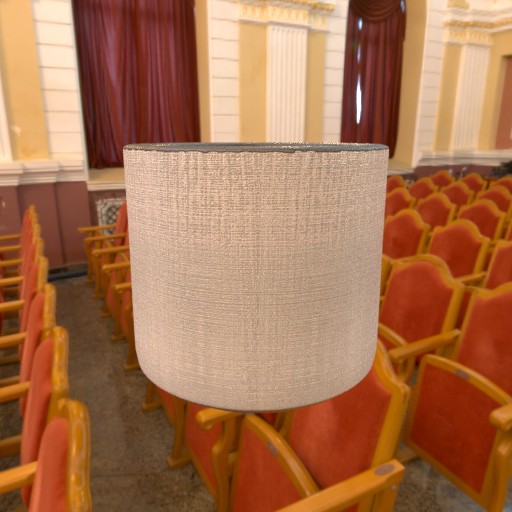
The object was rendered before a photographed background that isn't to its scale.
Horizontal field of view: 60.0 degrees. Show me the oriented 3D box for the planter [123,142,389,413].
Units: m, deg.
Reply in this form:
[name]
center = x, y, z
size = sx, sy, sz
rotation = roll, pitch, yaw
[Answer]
[planter]
center = 0.000, 0.000, 0.228
size = 0.125, 0.112, 0.125
rotation = 0, 15, 0
